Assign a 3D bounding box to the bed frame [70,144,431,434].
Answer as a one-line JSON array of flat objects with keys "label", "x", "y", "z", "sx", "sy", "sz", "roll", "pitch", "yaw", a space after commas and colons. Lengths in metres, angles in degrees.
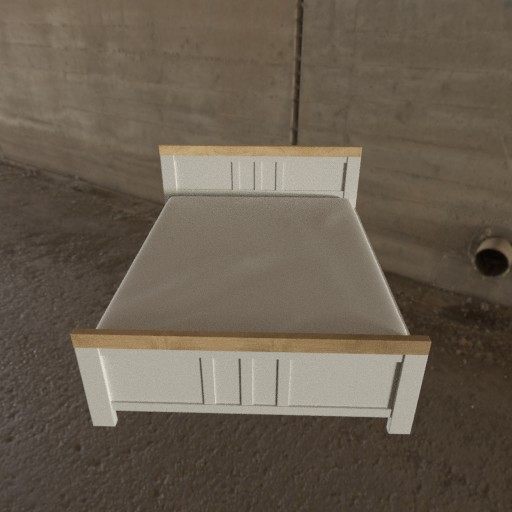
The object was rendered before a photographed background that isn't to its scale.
[{"label": "bed frame", "x": 0.000, "y": 0.000, "z": 3.001, "sx": 1.670, "sy": 0.980, "sz": 2.050, "roll": 1, "pitch": 28, "yaw": 2}]
